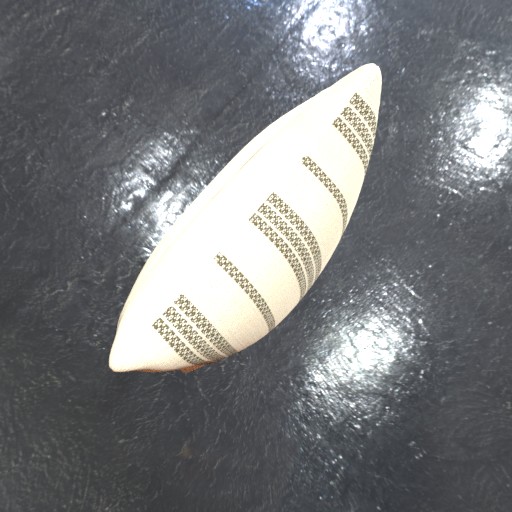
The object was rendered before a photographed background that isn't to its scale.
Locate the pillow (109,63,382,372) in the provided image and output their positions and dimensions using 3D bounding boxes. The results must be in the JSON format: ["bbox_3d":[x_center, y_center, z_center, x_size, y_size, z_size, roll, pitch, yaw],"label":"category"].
[{"bbox_3d":[0.000,0.000,0.619,0.173,0.406,0.405,39,79,9],"label":"pillow"}]
